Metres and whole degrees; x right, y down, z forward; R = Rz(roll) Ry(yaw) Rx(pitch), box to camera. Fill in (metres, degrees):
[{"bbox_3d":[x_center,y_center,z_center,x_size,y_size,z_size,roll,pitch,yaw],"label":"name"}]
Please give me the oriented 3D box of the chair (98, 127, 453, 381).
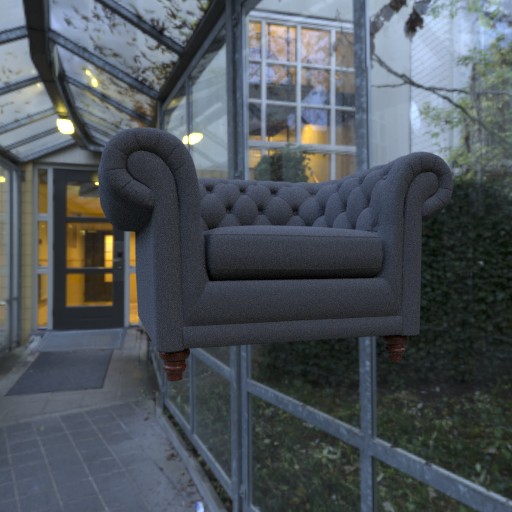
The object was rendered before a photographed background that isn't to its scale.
[{"bbox_3d":[0.000,0.000,1.898,1.270,0.770,0.976,0,0,-19],"label":"chair"}]
